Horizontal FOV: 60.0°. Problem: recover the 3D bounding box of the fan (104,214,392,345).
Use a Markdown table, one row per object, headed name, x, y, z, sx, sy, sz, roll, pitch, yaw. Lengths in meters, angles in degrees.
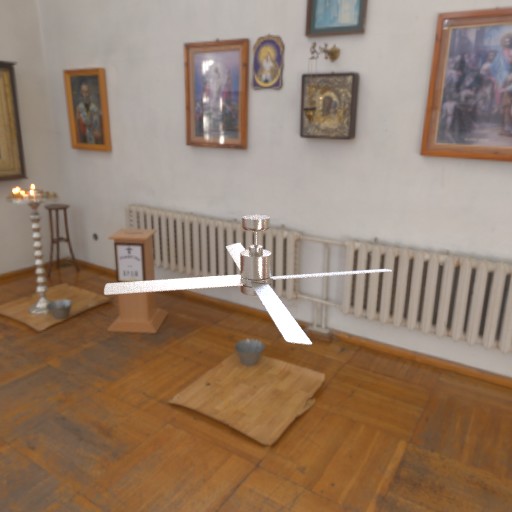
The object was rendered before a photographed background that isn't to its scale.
| name | x | y | z | sx | sy | sz | roll | pitch | yaw |
| --- | --- | --- | --- | --- | --- | --- | --- | --- | --- |
| fan | 0.000 | 0.000 | 1.993 | 1.322 | 0.355 | 1.322 | -3 | 16 | -12 |
